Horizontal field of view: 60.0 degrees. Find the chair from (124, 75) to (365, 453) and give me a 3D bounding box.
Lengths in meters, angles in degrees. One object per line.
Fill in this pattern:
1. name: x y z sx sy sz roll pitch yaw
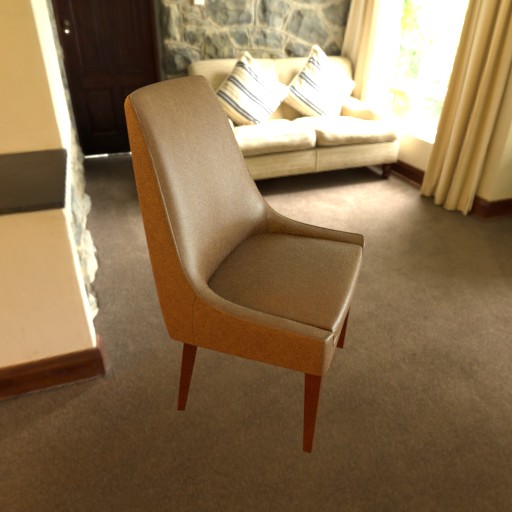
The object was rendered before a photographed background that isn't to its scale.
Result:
1. chair: 0.000 0.000 1.204 0.544 0.861 0.529 10 31 18
